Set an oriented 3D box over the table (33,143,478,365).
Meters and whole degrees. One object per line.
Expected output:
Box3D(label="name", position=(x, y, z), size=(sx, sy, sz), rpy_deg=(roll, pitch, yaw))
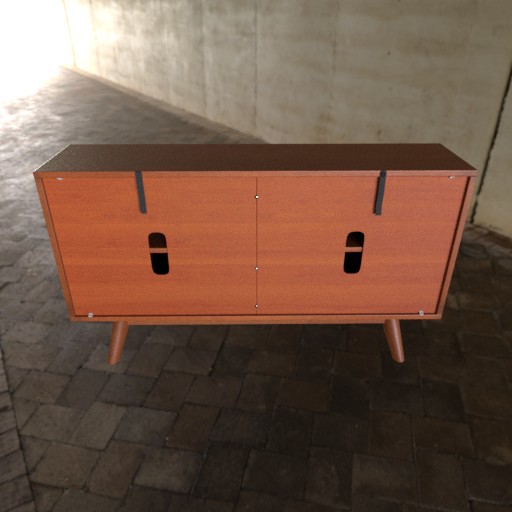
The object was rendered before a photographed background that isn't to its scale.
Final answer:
Box3D(label="table", position=(0.000, 0.000, 1.510), size=(1.220, 0.698, 0.308), rpy_deg=(0, 29, -1))
